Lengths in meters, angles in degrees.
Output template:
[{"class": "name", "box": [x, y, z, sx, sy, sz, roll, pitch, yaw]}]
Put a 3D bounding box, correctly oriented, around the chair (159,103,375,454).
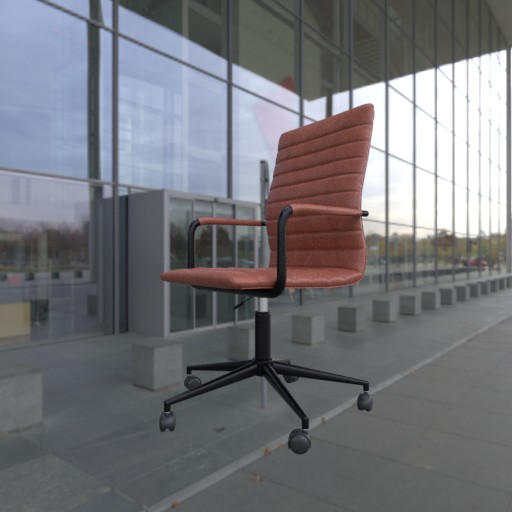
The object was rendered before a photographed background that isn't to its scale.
[{"class": "chair", "box": [0.000, 0.000, 1.257, 0.578, 0.878, 0.600, 0, 0, -36]}]
